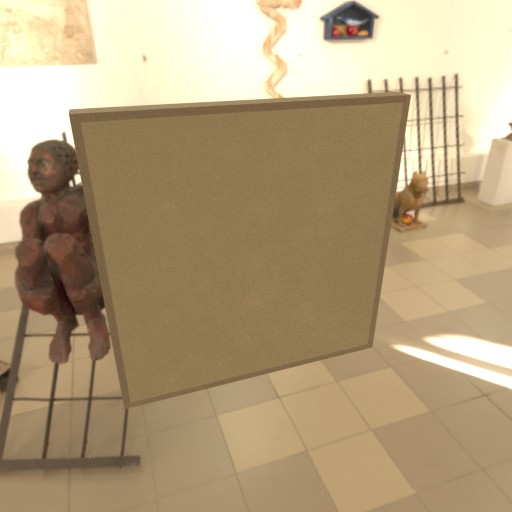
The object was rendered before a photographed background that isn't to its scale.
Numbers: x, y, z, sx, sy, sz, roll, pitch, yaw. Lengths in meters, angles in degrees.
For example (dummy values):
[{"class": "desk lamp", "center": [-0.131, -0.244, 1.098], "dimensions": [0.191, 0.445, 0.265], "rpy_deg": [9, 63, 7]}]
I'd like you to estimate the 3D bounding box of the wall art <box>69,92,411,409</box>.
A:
[{"class": "wall art", "center": [0.000, 0.000, 0.760], "dimensions": [0.508, 0.506, 0.038], "rpy_deg": [-9, 29, -17]}]
